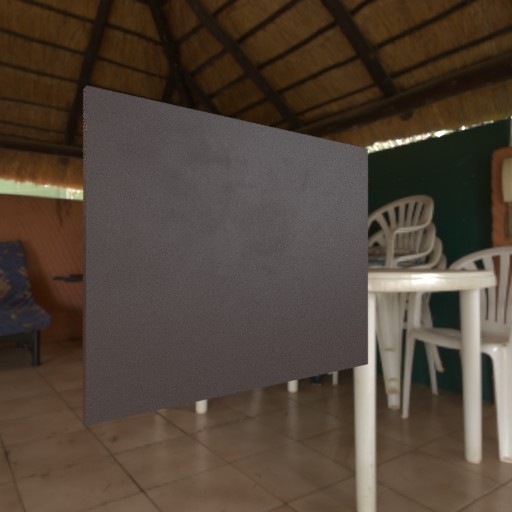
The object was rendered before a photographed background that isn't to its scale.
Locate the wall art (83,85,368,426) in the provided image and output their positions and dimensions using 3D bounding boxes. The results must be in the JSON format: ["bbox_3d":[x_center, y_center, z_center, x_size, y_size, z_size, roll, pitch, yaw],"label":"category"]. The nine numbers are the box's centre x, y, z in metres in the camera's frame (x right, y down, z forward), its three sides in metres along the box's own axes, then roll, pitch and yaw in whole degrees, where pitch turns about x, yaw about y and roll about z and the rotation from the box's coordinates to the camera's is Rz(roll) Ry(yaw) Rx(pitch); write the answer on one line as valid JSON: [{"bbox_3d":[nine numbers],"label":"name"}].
[{"bbox_3d":[0.000,0.000,1.613,1.207,0.952,0.034,0,0,-37],"label":"wall art"}]
